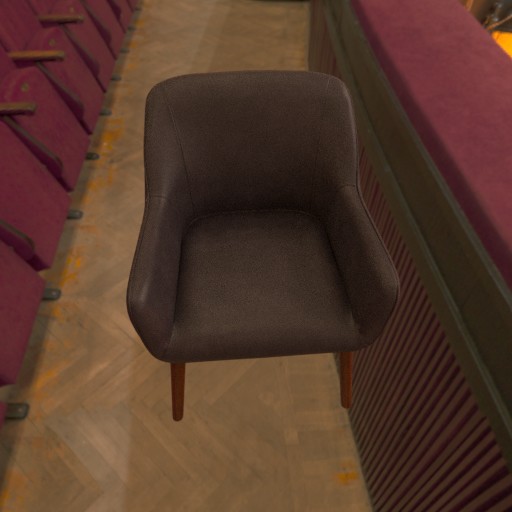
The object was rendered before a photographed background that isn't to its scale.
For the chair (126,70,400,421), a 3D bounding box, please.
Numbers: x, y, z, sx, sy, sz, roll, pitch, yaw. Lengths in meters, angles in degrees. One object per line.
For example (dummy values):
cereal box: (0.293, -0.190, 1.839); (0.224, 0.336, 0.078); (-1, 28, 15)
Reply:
chair: (0.000, 0.000, 1.274); (0.610, 0.828, 0.610); (-3, 46, -3)
